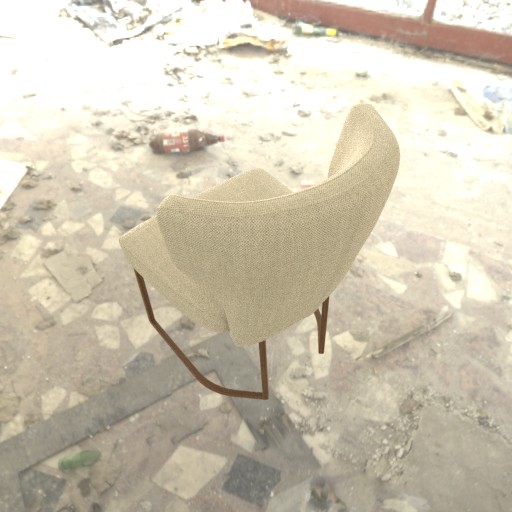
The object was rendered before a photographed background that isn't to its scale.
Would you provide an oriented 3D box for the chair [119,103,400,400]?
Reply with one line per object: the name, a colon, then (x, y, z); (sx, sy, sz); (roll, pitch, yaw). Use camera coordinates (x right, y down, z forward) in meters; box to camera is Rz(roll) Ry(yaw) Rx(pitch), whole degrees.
chair: (0.000, 0.000, 1.268); (0.611, 0.824, 0.617); (-32, 55, -26)
